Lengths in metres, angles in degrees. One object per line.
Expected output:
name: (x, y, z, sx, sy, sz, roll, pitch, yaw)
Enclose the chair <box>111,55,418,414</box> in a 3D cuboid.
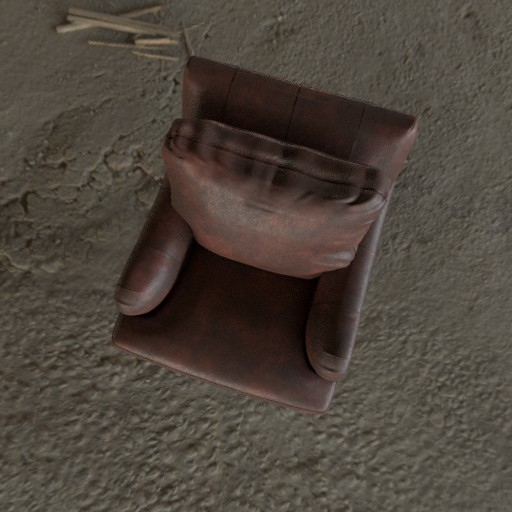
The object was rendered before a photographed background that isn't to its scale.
chair: (0.000, 0.000, 1.956, 0.987, 1.051, 1.156, 17, 76, 4)
